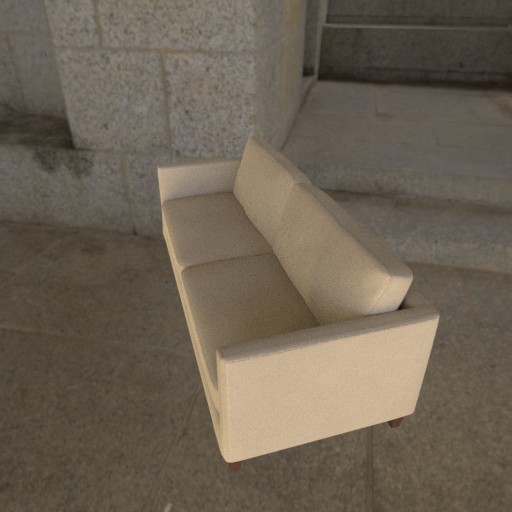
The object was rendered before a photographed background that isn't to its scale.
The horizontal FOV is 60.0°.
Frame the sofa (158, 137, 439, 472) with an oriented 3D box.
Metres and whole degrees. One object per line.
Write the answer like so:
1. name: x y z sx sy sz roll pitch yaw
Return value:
1. sofa: 0.000 0.000 2.690 0.948 0.932 2.181 -9 32 -14
